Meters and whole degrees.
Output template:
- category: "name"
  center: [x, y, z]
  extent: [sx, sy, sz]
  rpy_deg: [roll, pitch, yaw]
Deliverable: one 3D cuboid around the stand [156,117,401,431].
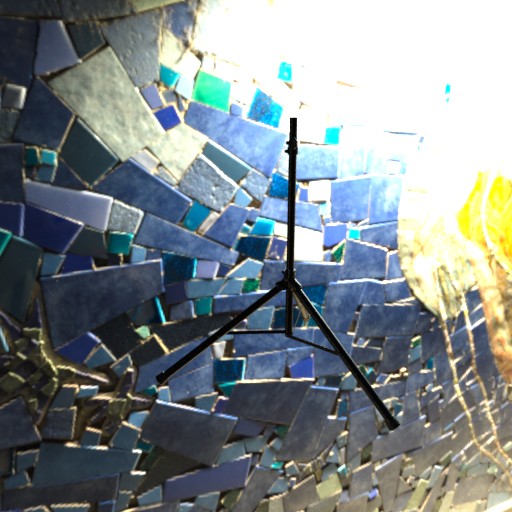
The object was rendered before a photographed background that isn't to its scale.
- category: "stand"
  center: [0.000, 0.000, 1.897]
  extent: [0.907, 1.136, 1.045]
  rpy_deg: [-3, 17, -11]
